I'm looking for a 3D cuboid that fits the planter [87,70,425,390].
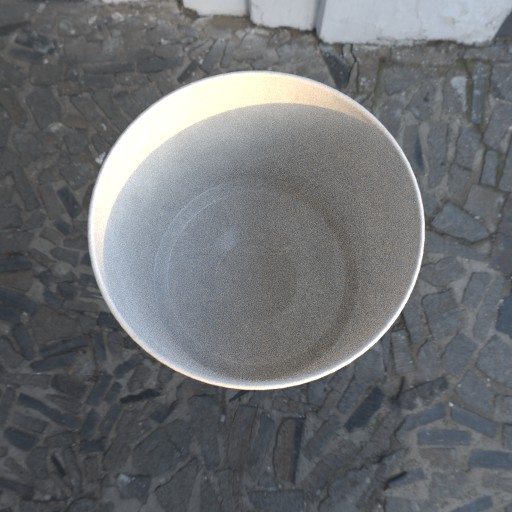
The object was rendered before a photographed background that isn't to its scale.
[{"bbox_3d":[0.000,0.000,0.337,0.190,0.181,0.190,0,75,0],"label":"planter"}]
